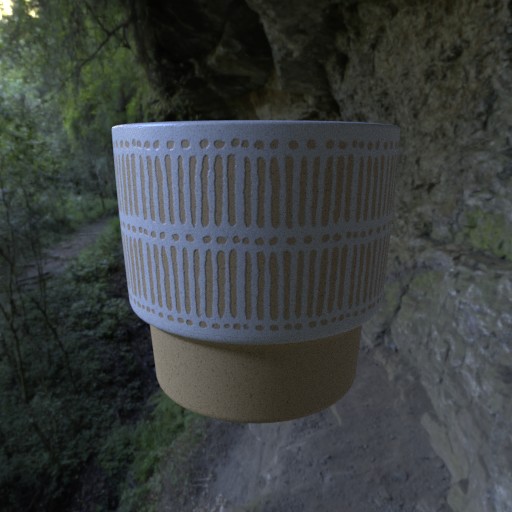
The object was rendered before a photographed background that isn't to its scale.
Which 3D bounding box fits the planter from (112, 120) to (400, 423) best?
[{"bbox_3d":[0.000,0.000,0.545,0.317,0.303,0.317,0,14,0],"label":"planter"}]
